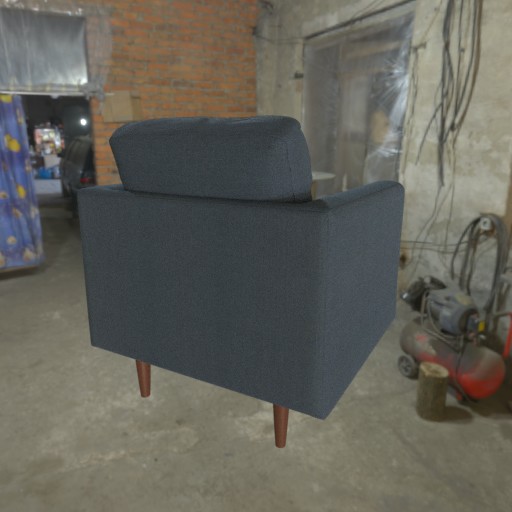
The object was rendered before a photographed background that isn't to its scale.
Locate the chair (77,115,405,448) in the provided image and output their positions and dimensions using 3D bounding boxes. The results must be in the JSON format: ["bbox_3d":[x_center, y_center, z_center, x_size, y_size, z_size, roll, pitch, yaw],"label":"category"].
[{"bbox_3d":[0.000,0.000,1.568,0.855,0.922,0.820,8,17,28],"label":"chair"}]
